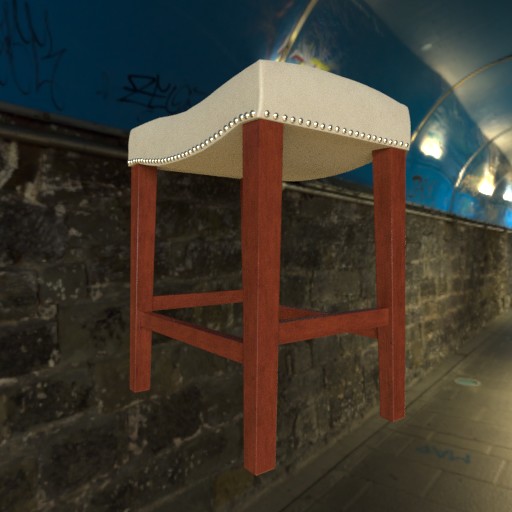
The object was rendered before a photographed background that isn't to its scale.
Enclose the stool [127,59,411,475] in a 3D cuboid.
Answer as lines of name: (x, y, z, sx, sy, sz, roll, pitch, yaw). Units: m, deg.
stool: (0.000, 0.000, 0.943, 0.375, 0.632, 0.509, -1, 2, -37)
